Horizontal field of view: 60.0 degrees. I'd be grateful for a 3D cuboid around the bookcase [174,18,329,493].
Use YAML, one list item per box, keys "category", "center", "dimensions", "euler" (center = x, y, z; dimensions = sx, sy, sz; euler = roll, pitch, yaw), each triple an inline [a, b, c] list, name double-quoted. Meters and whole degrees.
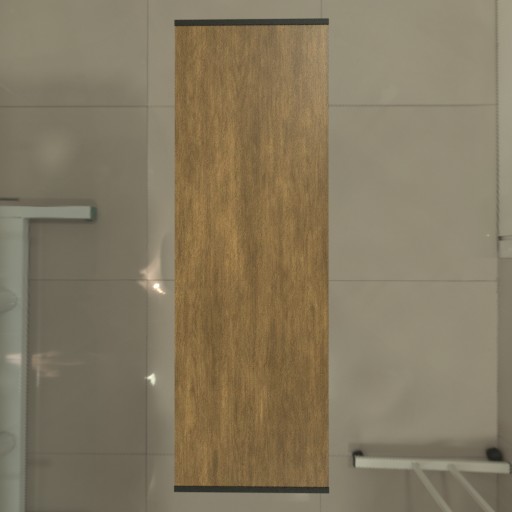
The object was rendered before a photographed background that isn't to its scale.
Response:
- category: "bookcase"
  center: [0.000, 0.000, 1.429]
  dimensions: [0.391, 0.712, 1.149]
  euler: [0, 90, 1]
